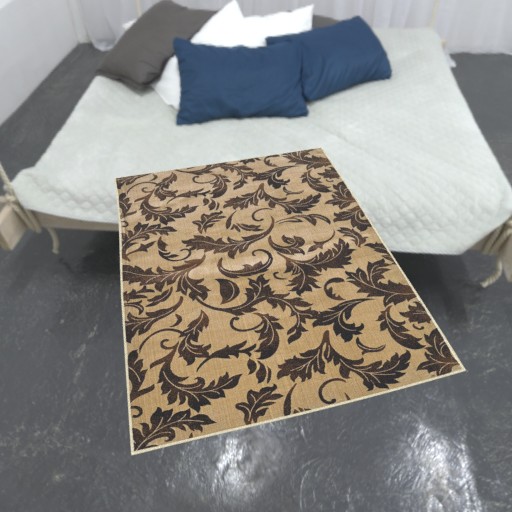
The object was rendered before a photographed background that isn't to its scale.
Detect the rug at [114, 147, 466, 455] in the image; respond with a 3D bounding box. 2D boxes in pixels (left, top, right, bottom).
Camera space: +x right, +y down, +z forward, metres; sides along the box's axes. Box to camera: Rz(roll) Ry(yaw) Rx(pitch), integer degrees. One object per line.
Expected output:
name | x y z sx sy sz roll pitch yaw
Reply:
rug | 0.000 0.000 3.963 2.380 0.008 2.977 -11 48 -10
